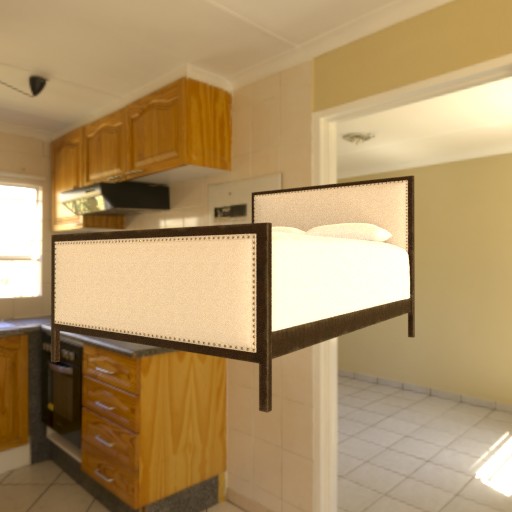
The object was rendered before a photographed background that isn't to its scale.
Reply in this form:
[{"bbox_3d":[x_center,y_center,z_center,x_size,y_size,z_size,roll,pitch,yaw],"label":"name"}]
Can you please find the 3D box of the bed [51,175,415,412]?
[{"bbox_3d":[0.000,0.000,3.165,1.607,1.313,2.221,0,-1,35],"label":"bed"}]
